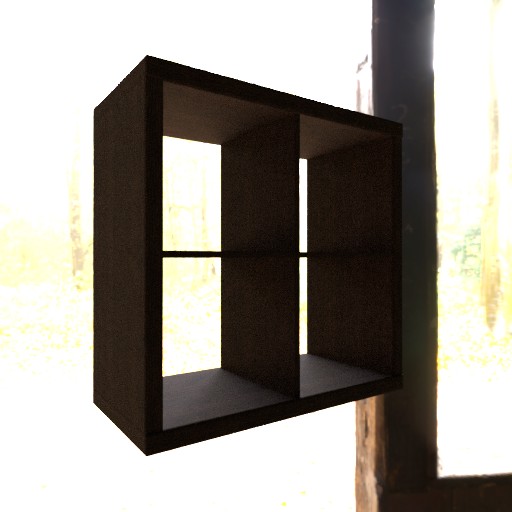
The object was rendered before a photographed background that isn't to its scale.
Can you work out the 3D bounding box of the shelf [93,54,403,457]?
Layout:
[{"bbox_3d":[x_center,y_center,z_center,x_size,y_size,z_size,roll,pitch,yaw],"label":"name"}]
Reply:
[{"bbox_3d":[0.000,0.000,1.250,0.790,0.786,0.390,0,0,-35],"label":"shelf"}]
